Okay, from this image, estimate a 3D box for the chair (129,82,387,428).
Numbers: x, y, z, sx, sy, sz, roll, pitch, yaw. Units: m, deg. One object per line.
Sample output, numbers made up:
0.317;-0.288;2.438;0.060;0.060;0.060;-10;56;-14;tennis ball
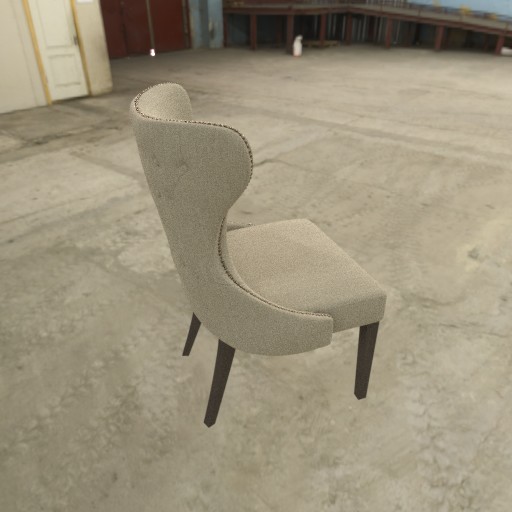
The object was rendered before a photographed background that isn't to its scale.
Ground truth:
0.000;0.000;1.380;0.635;0.967;0.628;-11;32;-17;chair
